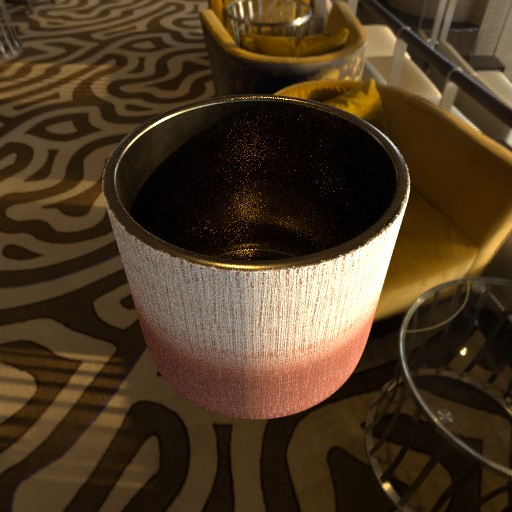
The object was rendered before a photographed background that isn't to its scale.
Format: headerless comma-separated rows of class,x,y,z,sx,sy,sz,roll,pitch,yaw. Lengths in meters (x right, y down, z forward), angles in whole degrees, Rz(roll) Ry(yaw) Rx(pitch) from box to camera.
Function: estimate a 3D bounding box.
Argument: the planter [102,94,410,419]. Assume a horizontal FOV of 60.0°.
planter,0.000,0.000,0.313,0.178,0.157,0.178,0,45,0
